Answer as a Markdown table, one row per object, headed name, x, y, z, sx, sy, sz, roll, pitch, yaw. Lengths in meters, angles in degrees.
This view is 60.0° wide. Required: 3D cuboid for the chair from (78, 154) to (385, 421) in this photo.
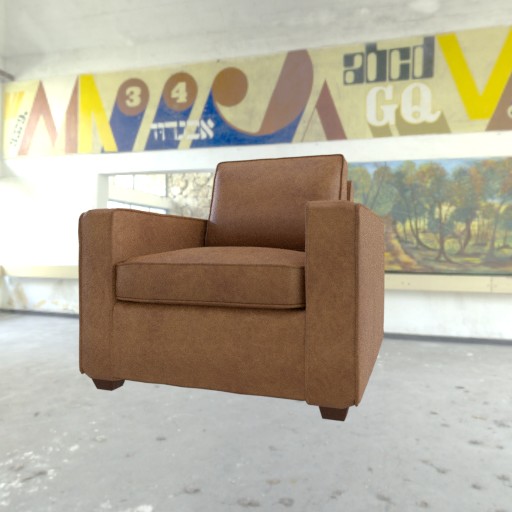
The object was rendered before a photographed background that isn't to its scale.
| name | x | y | z | sx | sy | sz | roll | pitch | yaw |
| --- | --- | --- | --- | --- | --- | --- | --- | --- | --- |
| chair | 0.000 | 0.000 | 1.786 | 0.987 | 0.901 | 1.027 | 0 | 1 | 17 |
